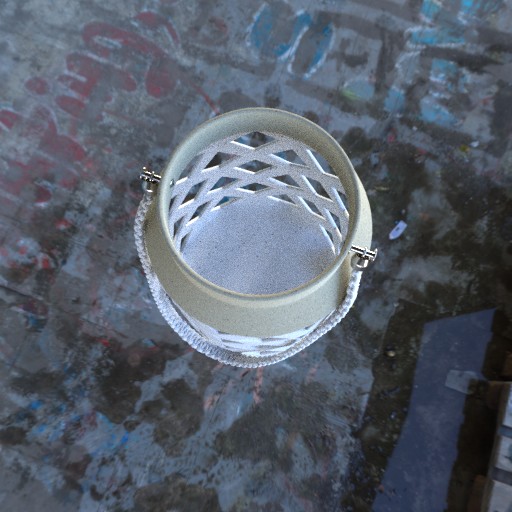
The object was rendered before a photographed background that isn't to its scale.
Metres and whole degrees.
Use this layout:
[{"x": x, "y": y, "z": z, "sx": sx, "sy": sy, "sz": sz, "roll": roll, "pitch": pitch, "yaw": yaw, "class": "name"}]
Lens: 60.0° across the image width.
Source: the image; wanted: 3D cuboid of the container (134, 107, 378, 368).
[{"x": 0.000, "y": 0.000, "z": 0.397, "sx": 0.188, "sy": 0.264, "sz": 0.198, "roll": 20, "pitch": 78, "yaw": 5, "class": "container"}]
